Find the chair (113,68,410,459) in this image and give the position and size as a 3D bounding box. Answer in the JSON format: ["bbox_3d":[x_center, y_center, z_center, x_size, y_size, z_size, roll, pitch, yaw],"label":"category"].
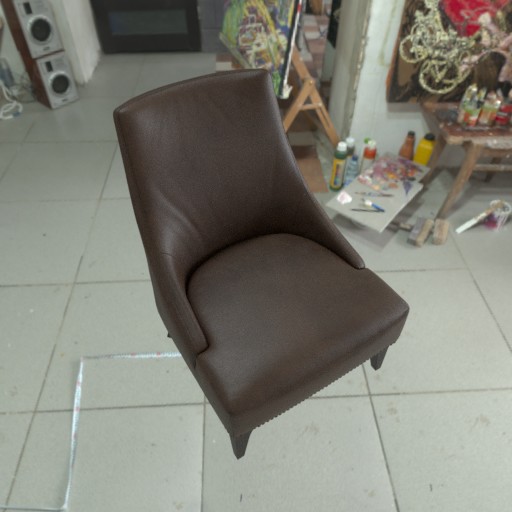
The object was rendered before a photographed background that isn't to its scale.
[{"bbox_3d":[0.000,0.000,1.501,0.701,0.909,0.861,-24,51,-22],"label":"chair"}]
